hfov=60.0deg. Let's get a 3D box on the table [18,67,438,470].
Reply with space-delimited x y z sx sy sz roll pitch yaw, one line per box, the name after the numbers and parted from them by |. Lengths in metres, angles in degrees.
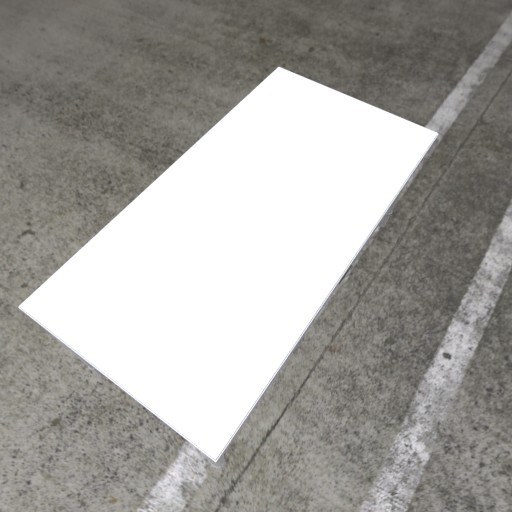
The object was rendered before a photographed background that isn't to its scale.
0.000 0.000 1.332 0.559 0.457 1.067 30 62 18 | table
